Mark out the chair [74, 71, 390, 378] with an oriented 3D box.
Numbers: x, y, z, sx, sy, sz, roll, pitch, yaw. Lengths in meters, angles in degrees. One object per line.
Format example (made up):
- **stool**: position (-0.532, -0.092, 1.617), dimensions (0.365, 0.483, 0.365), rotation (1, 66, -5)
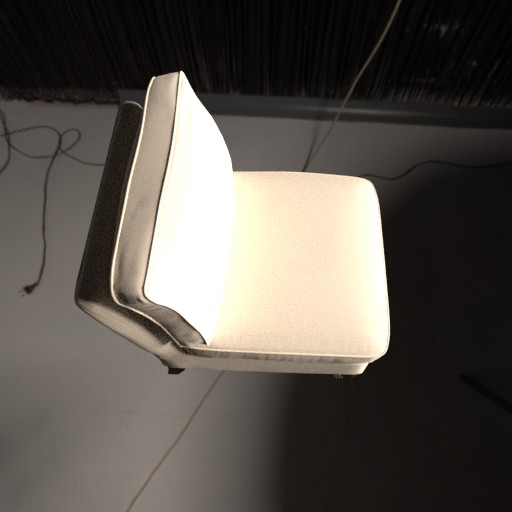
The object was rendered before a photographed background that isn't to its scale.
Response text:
- **chair**: position (0.000, 0.000, 1.375), dimensions (0.781, 0.887, 0.630), rotation (2, 64, 1)
